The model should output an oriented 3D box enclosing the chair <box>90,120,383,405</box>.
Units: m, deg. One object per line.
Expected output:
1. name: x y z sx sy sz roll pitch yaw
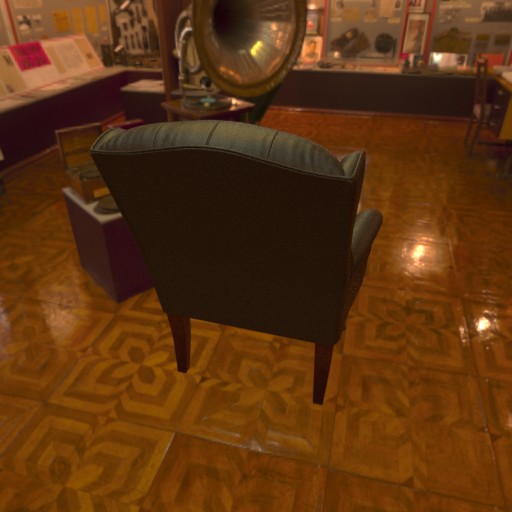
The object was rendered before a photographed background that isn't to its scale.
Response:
1. chair: 0.000 0.000 1.599 0.838 1.111 0.762 9 33 14
